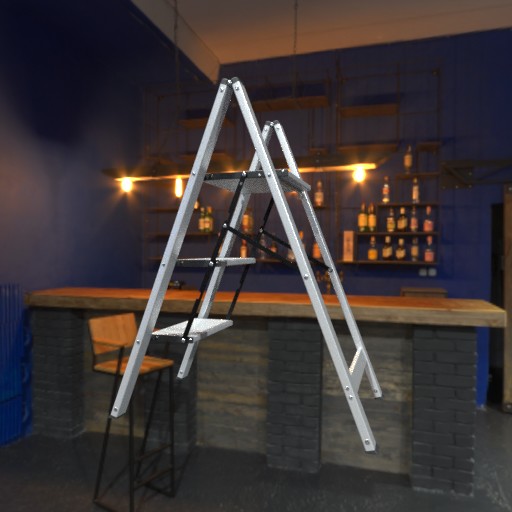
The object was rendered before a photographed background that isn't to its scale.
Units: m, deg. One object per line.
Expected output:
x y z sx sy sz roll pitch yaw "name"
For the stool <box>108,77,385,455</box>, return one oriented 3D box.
0.000 0.000 1.327 0.730 0.902 0.441 0 1 18 "stool"
